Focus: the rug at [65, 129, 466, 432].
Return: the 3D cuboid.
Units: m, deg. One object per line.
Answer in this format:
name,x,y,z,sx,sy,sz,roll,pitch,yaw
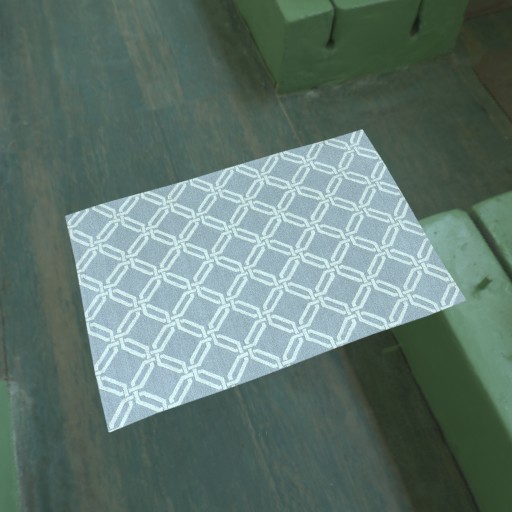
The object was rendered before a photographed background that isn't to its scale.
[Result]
rug,0.000,0.000,2.240,1.754,0.010,1.148,-18,65,-9
